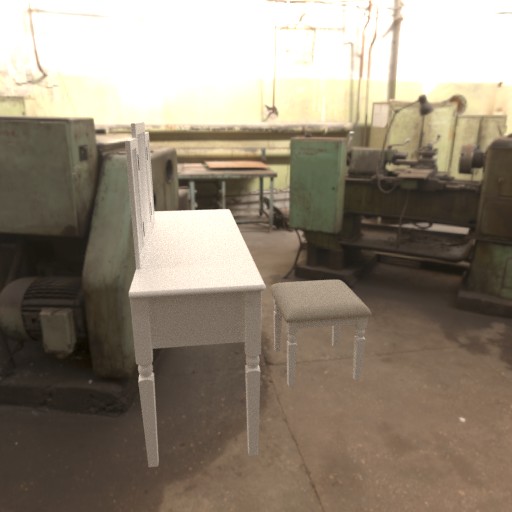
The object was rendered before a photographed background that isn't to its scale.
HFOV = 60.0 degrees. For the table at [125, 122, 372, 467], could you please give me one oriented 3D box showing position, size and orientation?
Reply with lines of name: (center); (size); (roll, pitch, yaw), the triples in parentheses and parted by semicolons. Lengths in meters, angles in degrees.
table: (0.000, 0.000, 2.265); (1.115, 1.310, 1.369); (-3, 18, -8)
